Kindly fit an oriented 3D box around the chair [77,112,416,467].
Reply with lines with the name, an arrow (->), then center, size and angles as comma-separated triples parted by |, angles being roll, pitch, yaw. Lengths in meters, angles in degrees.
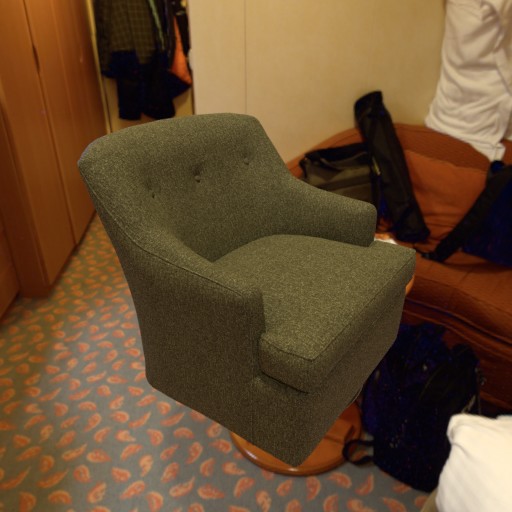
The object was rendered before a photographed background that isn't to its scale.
chair -> 0.000, 0.000, 1.572 | 0.923, 0.856, 0.864 | 18, 32, 32
